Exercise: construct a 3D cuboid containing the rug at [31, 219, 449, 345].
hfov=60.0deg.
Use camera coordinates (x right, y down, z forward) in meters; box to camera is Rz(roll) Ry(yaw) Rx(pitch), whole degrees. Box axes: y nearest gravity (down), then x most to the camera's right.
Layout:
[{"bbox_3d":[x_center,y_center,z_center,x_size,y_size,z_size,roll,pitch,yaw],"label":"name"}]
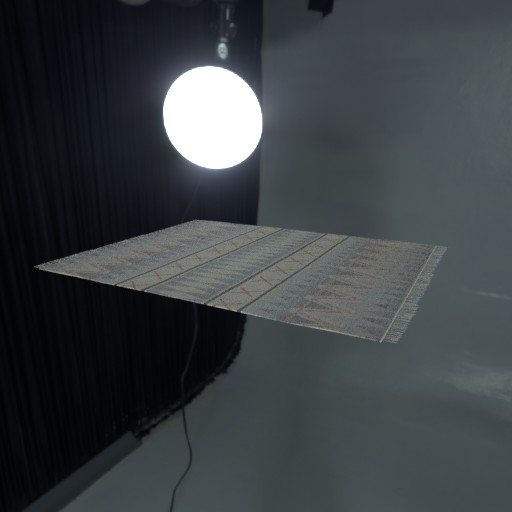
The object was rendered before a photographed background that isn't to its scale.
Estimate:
[{"bbox_3d":[0.000,0.000,3.984,3.000,0.012,2.371,8,18,27],"label":"rug"}]
